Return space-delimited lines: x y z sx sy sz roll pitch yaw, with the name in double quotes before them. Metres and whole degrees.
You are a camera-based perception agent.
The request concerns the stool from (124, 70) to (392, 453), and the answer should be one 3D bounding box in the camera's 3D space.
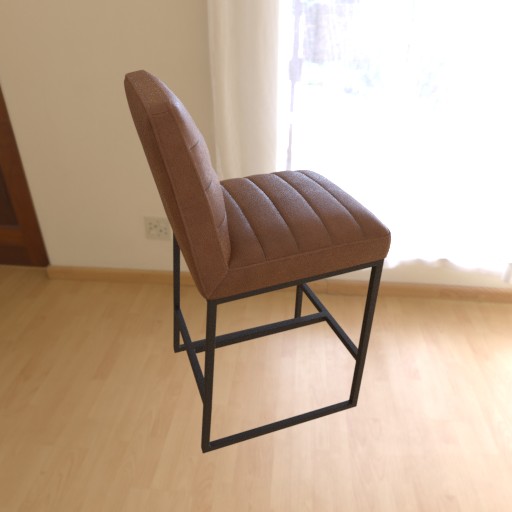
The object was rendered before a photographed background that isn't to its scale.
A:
"stool" 0.000 0.000 1.230 0.556 0.940 0.458 -10 33 -17
